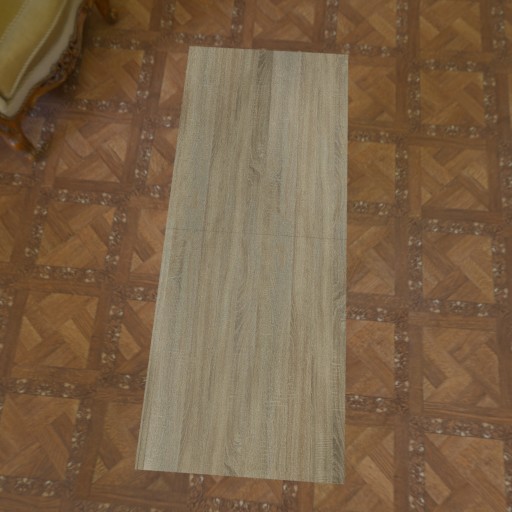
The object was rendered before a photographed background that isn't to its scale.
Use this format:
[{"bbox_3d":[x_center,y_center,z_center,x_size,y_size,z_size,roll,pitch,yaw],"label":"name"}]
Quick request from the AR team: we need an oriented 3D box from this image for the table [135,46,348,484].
[{"bbox_3d":[0.000,0.000,2.581,0.900,0.790,2.200,4,74,1],"label":"table"}]
